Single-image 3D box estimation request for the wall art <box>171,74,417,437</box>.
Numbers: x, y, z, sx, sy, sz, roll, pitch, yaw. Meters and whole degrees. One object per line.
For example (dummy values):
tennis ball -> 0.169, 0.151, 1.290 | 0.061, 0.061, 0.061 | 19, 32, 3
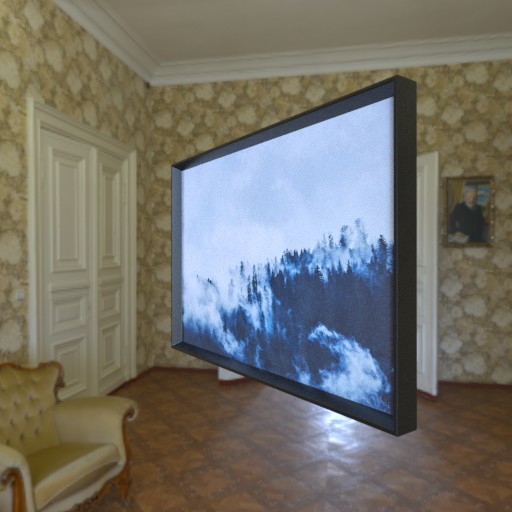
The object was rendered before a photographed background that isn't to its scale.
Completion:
wall art -> 0.000, 0.000, 1.179 | 0.058, 0.640, 0.939 | 0, 0, -35
